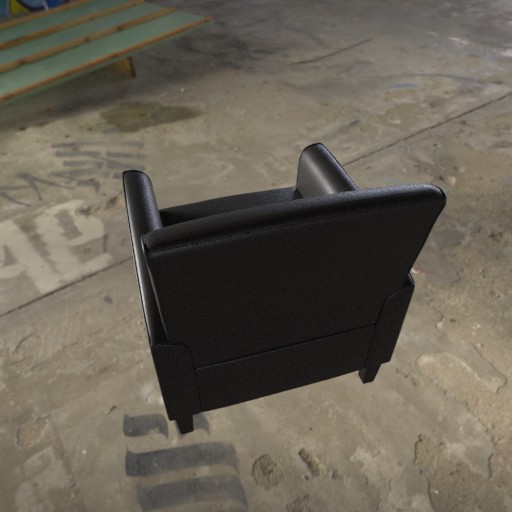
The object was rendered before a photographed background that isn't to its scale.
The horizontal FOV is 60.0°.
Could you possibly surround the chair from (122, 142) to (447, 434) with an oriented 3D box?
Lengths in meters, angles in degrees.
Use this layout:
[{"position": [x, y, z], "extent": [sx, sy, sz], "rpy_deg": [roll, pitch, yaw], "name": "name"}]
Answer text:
[{"position": [0.000, 0.000, 1.573], "extent": [0.820, 0.916, 0.819], "rpy_deg": [-11, 42, -13], "name": "chair"}]
